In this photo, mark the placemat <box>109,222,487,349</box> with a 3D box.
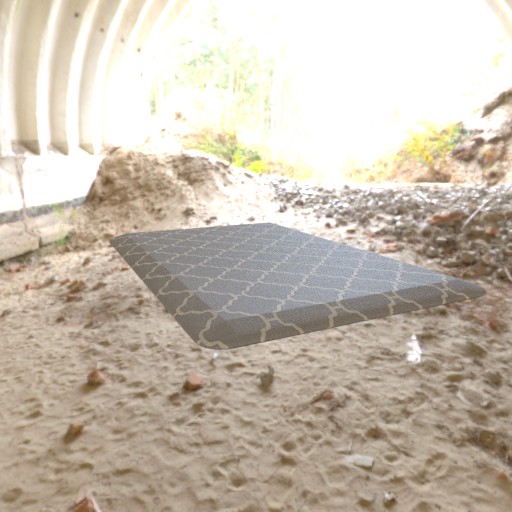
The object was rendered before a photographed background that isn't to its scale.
[{"bbox_3d":[0.000,0.000,0.949,0.508,0.021,0.762,-6,15,-25],"label":"placemat"}]
